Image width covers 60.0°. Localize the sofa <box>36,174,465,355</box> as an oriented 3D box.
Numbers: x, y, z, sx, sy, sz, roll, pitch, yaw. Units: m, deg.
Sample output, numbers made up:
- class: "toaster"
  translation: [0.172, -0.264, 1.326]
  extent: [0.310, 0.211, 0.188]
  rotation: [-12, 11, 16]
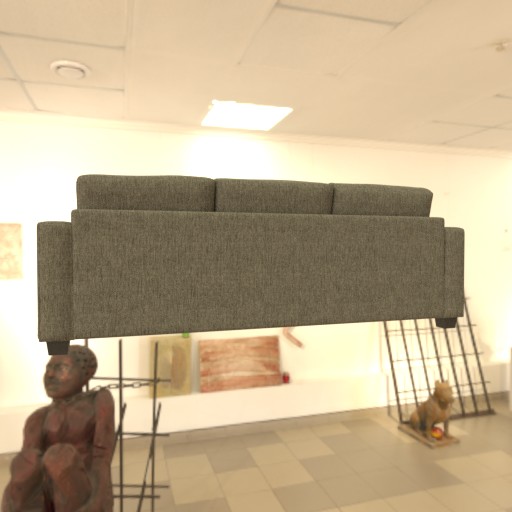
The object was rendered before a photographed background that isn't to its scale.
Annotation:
- class: "sofa"
  translation: [0.000, 0.000, 2.544]
  extent: [2.160, 0.800, 0.900]
  rotation: [0, 1, -17]
